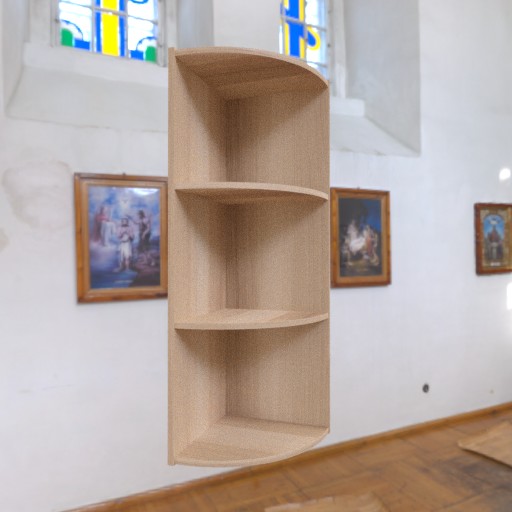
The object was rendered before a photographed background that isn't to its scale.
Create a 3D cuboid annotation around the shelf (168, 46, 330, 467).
[{"bbox_3d":[0.000,0.000,1.016,0.290,0.872,0.290,0,0,19],"label":"shelf"}]
